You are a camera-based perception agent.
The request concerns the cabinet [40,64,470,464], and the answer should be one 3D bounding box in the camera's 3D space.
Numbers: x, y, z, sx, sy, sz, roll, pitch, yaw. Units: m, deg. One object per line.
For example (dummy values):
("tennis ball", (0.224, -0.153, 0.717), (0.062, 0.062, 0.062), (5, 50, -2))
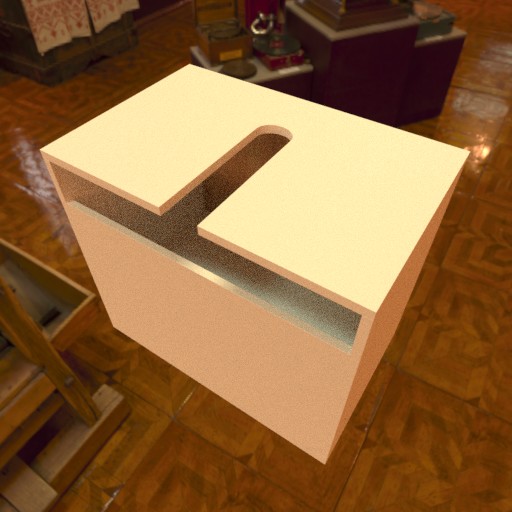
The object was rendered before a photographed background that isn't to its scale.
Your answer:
("cabinet", (0.000, 0.000, 0.929), (0.600, 0.522, 0.400), (26, 52, 22))
